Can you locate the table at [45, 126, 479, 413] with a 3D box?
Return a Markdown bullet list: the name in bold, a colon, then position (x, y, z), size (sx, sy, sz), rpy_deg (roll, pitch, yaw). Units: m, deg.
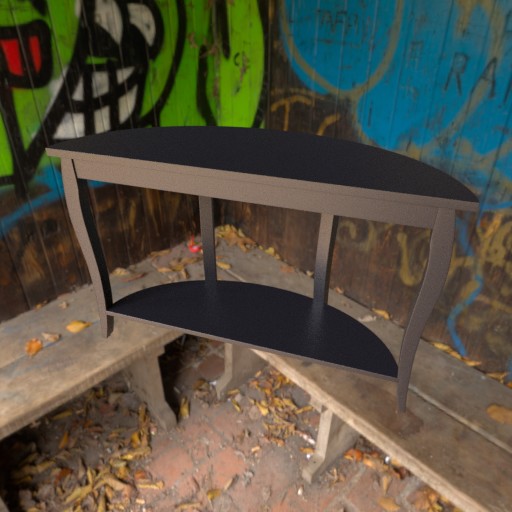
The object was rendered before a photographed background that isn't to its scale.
- **table**: position (0.000, 0.000, 1.557), size (1.219, 0.780, 0.394), rpy_deg (10, 34, 15)
